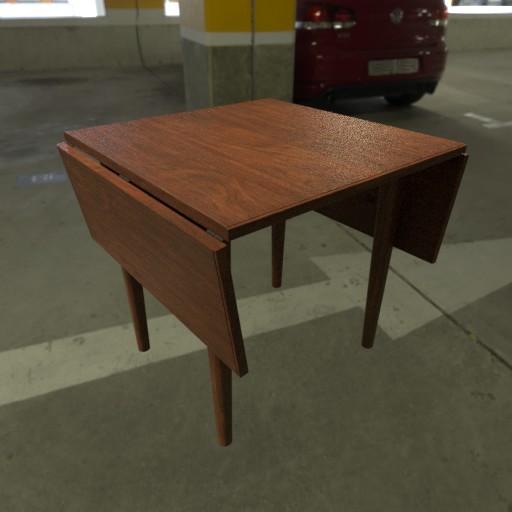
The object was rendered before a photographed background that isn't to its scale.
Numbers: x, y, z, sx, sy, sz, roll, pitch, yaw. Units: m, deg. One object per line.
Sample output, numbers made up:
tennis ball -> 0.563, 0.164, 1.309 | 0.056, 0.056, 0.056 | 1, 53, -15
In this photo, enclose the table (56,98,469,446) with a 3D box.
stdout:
table -> 0.000, 0.000, 1.424 | 0.843, 0.763, 0.812 | -22, 37, -33
